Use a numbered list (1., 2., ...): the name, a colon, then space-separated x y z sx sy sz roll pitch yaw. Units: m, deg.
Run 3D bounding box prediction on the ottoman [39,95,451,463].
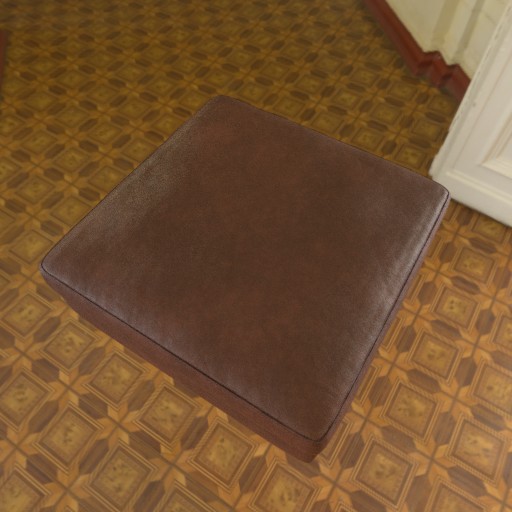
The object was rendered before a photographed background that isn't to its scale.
1. ottoman: 0.000 0.000 1.310 0.844 0.415 0.836 28 61 17
